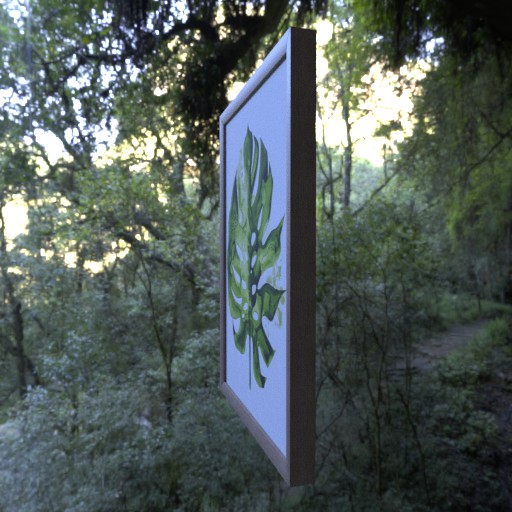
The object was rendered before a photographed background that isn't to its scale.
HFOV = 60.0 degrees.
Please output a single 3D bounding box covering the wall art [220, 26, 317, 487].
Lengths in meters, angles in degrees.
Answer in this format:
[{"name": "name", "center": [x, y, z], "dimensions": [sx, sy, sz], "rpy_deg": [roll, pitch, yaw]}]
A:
[{"name": "wall art", "center": [0.000, 0.000, 0.662], "dimensions": [0.031, 0.509, 0.356], "rpy_deg": [0, 1, -17]}]
